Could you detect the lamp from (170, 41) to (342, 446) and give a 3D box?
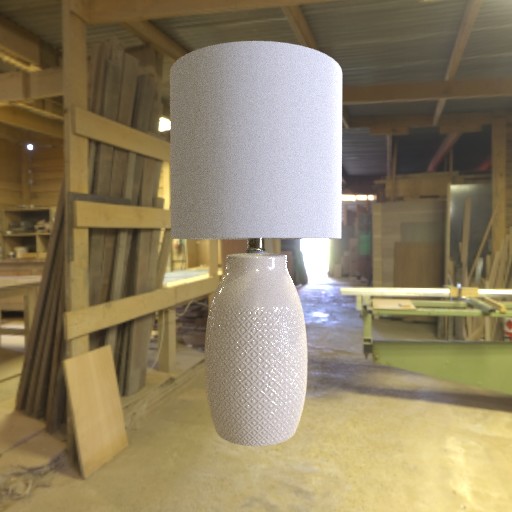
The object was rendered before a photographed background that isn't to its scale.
[{"bbox_3d":[0.000,0.000,0.574,0.217,0.453,0.217,1,2,19],"label":"lamp"}]
